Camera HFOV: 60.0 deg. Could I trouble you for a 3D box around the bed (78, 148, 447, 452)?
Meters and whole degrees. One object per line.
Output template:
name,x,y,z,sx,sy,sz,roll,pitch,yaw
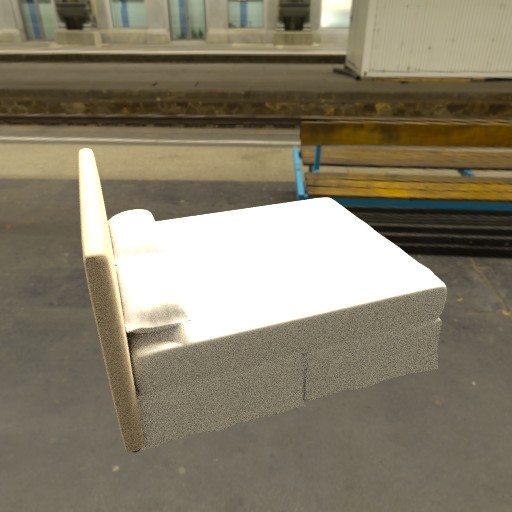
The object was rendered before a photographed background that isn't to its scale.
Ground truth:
bed,0.000,0.000,3.125,2.142,1.330,1.723,-10,31,-17
